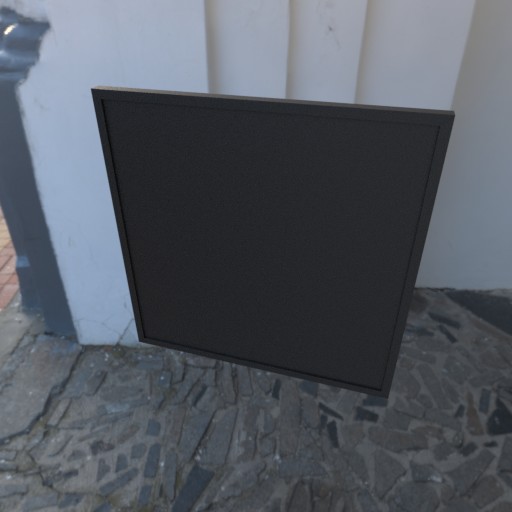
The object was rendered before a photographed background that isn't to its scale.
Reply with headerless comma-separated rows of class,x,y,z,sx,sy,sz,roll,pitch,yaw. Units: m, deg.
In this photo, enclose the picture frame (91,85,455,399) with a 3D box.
picture frame,0.000,0.000,1.129,0.775,0.775,0.032,9,34,14
